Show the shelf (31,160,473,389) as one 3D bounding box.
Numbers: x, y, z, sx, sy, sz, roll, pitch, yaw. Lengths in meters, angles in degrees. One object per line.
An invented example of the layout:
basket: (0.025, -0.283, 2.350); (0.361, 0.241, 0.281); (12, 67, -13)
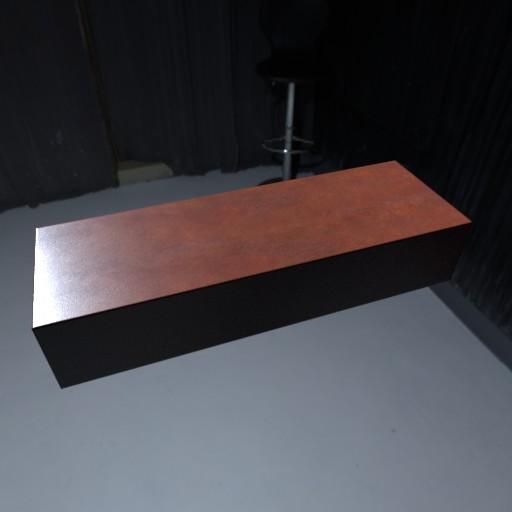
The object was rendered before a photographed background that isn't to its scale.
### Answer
shelf: (0.000, 0.000, 0.516); (0.457, 0.088, 0.152); (-13, 42, -15)
